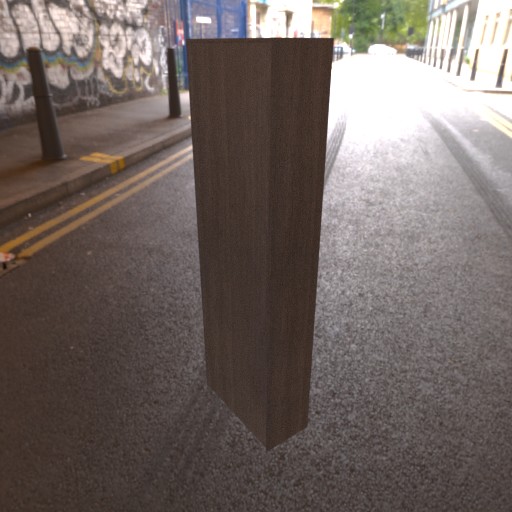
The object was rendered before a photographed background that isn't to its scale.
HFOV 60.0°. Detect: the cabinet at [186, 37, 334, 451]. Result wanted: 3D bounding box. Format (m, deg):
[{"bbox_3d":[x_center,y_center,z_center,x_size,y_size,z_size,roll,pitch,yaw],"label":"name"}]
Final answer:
[{"bbox_3d":[0.000,0.000,1.849,0.255,1.630,0.520,-18,31,-32],"label":"cabinet"}]
